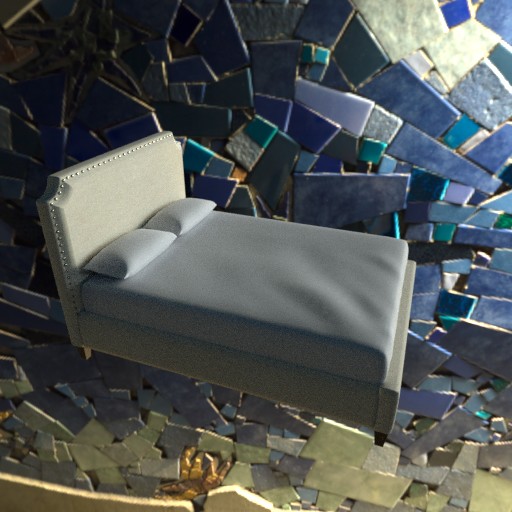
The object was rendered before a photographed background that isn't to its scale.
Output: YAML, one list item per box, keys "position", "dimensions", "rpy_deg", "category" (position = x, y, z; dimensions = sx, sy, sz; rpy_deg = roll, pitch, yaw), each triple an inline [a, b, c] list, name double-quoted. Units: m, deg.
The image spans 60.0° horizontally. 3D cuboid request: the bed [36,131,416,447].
- position: [0.000, 0.000, 3.451]
  dimensions: [2.381, 1.457, 1.713]
  rpy_deg: [10, 30, 18]
  category: "bed"
